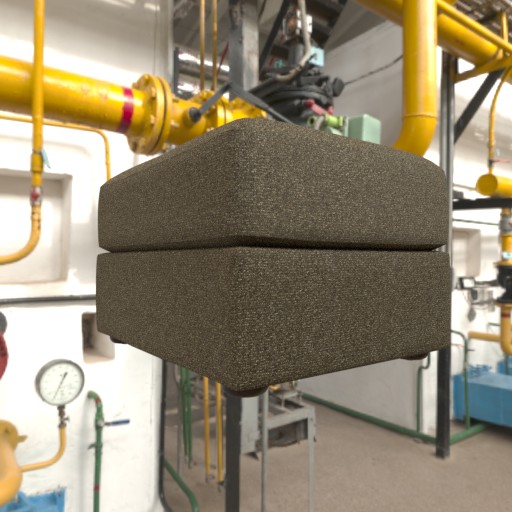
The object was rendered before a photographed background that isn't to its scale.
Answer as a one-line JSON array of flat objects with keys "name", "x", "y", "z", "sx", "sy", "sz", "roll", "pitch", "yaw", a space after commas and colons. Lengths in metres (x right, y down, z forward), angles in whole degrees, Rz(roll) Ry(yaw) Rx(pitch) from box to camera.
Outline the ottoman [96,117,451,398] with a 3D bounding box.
[{"name": "ottoman", "x": 0.000, "y": 0.000, "z": 1.111, "sx": 0.598, "sy": 0.476, "sz": 0.742, "roll": 0, "pitch": -1, "yaw": -36}]
